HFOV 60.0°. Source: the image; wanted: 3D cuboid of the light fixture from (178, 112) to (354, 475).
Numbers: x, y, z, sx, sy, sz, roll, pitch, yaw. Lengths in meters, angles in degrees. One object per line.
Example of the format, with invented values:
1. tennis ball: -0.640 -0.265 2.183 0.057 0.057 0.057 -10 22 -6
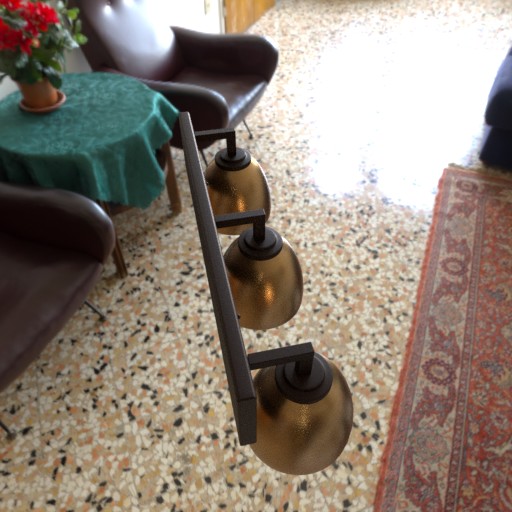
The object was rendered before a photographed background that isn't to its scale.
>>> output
1. light fixture: 0.000 0.000 0.676 0.157 0.204 0.582 -9 47 -9
